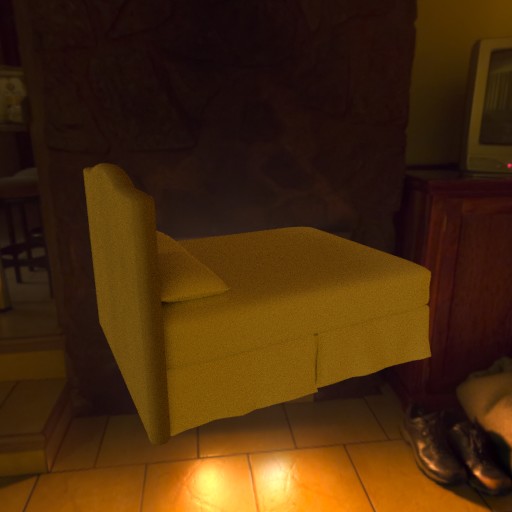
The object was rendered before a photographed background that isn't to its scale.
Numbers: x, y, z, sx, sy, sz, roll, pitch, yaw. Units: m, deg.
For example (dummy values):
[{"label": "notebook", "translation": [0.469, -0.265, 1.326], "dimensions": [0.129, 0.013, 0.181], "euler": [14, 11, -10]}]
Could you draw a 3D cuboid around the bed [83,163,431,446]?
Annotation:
[{"label": "bed", "translation": [0.000, 0.000, 3.333], "dimensions": [2.128, 1.441, 1.744], "euler": [-8, 18, -26]}]
